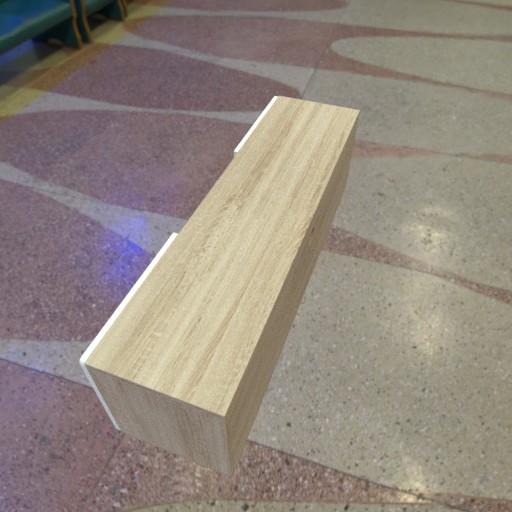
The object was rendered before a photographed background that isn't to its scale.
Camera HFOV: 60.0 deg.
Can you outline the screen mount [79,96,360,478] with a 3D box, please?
[{"bbox_3d":[0.000,0.000,1.749,0.420,0.570,1.500,15,48,14],"label":"screen mount"}]
